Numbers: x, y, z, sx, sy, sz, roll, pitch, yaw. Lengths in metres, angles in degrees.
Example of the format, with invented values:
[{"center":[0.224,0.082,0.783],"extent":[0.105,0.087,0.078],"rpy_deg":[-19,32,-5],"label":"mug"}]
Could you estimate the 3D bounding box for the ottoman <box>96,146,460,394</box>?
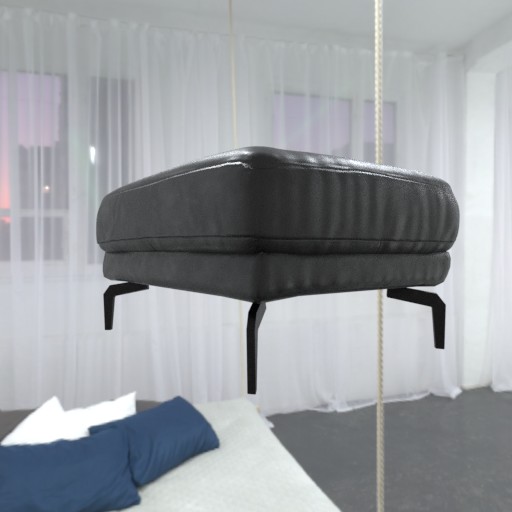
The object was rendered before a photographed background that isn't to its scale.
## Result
[{"center":[0.000,0.000,1.078],"extent":[0.570,0.402,0.764],"rpy_deg":[-1,1,-37],"label":"ottoman"}]
